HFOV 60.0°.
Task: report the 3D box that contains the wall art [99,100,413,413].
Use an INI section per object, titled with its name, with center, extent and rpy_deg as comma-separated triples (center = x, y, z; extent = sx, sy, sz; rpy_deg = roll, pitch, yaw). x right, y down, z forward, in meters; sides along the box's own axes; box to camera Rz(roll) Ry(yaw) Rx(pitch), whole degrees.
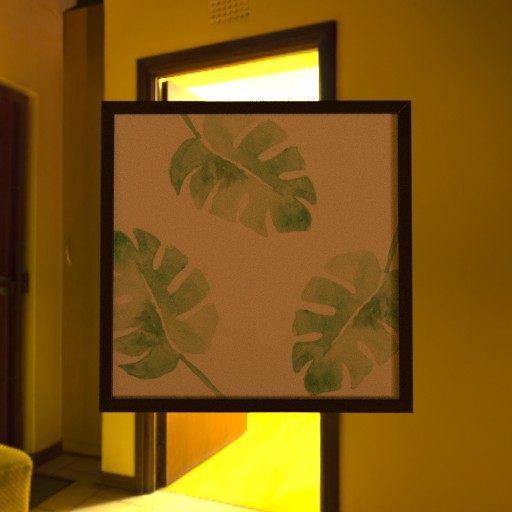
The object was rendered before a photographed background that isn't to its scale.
[wall art]
center = 0.000, 0.000, 0.450
extent = 0.304, 0.304, 0.038
rpy_deg = 0, -1, 0
